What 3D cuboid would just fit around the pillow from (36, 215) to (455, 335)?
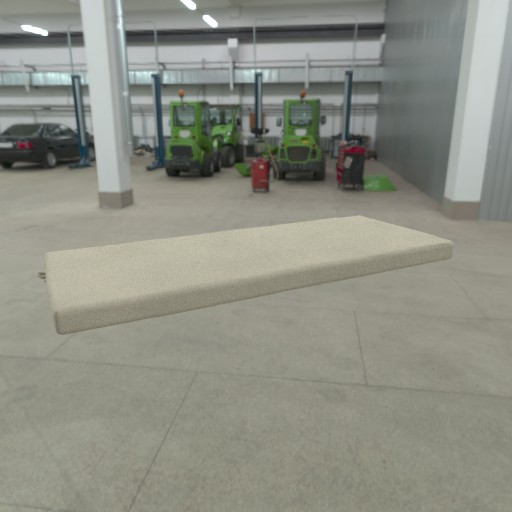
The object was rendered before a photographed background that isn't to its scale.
[{"bbox_3d":[0.000,0.000,1.332,1.187,0.081,0.492,-9,19,-26],"label":"pillow"}]
